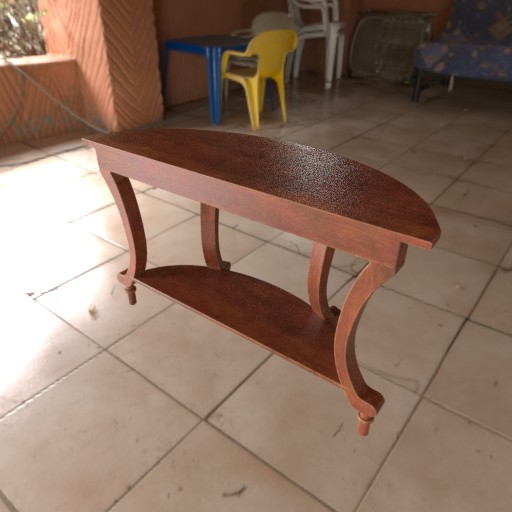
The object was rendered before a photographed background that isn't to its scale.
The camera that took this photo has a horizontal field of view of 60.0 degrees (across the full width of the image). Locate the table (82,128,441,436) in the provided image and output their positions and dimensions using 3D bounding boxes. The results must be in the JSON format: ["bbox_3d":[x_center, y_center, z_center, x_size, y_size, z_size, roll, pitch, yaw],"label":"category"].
[{"bbox_3d":[0.000,0.000,1.529,1.198,0.699,0.394,22,38,31],"label":"table"}]
